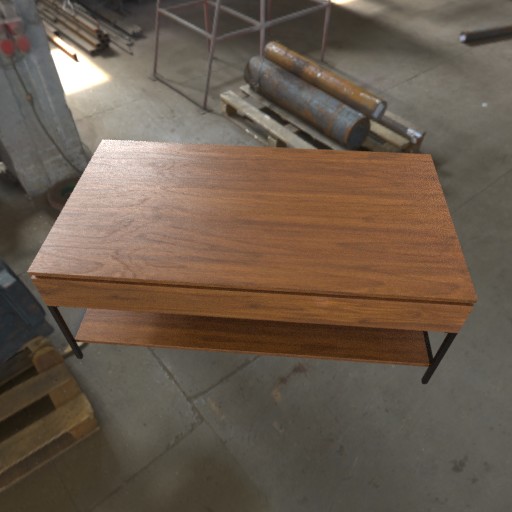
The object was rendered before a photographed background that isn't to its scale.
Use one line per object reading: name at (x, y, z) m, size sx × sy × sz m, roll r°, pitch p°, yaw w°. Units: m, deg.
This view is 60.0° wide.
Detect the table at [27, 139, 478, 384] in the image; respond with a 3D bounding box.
table at (0.000, 0.000, 1.381) m, size 1.057 × 0.414 × 0.574 m, roll 3°, pitch 47°, yaw 3°
